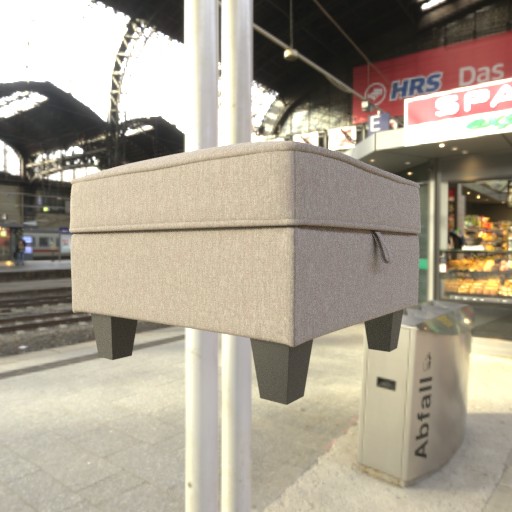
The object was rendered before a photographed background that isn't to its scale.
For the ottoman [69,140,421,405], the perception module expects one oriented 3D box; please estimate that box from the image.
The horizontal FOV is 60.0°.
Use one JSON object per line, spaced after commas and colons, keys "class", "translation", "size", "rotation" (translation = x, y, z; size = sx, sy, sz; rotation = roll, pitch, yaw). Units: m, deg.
{"class": "ottoman", "translation": [0.000, 0.000, 1.397], "size": [0.871, 0.612, 0.808], "rotation": [1, 1, 37]}
